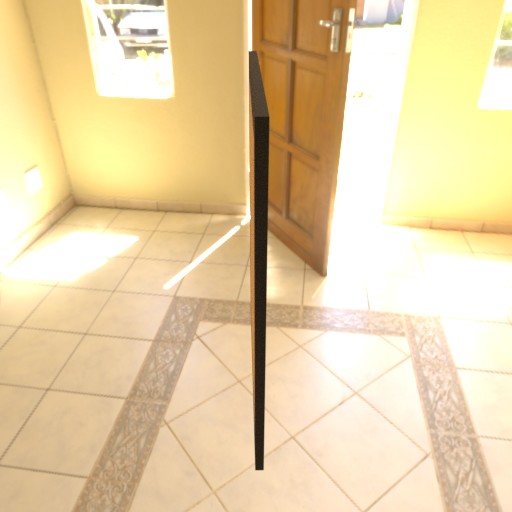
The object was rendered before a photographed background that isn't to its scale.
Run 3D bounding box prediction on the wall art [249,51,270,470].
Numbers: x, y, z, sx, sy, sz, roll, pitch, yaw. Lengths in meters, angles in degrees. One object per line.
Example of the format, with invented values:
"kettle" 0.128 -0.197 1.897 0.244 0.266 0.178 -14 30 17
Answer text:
"wall art" 0.000 0.000 0.691 0.013 0.534 0.380 -1 33 -1
